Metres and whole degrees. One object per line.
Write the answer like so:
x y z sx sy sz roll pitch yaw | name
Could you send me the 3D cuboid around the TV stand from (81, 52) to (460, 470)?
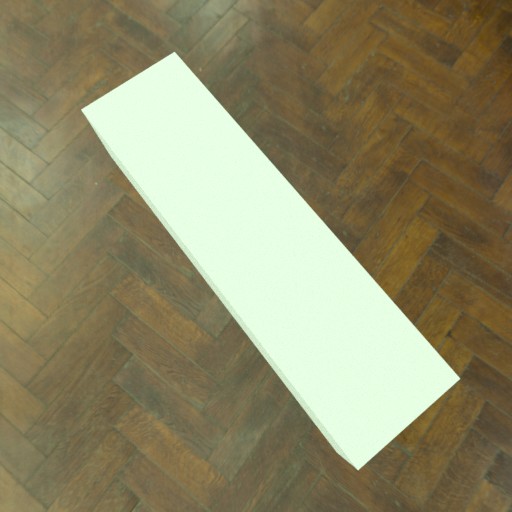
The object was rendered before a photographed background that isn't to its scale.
0.000 0.000 1.634 0.401 0.560 1.398 -37 77 -10 | TV stand
